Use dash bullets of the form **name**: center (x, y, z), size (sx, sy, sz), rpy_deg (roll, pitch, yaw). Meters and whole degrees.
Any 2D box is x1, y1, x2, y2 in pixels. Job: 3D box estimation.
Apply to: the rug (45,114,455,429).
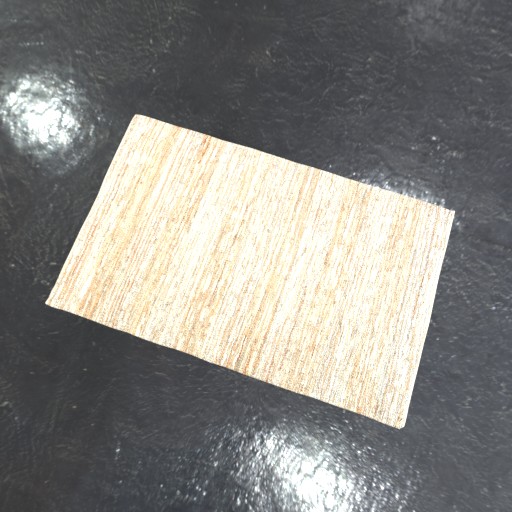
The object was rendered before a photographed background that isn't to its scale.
- **rug**: center (0.000, 0.000, 3.030), size (2.446, 0.009, 1.529), rpy_deg (18, 75, 5)
